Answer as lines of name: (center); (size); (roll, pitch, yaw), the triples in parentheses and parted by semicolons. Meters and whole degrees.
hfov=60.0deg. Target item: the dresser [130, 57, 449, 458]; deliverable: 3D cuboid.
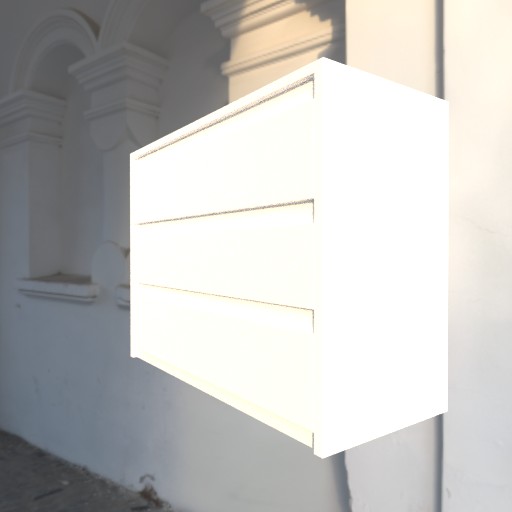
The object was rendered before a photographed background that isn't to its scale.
dresser: (0.000, 0.000, 1.485); (0.460, 0.820, 1.100); (0, 1, -36)
